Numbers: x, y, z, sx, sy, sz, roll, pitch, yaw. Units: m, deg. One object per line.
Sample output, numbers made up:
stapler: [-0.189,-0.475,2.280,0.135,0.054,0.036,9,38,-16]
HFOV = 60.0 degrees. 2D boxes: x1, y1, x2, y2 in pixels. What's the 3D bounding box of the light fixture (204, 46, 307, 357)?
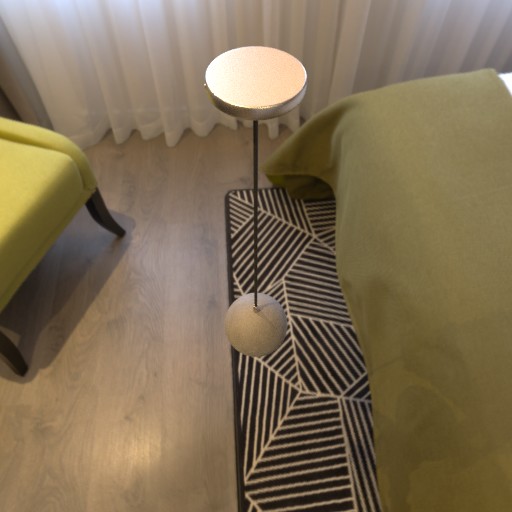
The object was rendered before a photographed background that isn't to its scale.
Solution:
light fixture: [0.000,0.000,0.831,0.153,0.760,0.153,-30,61,-19]
